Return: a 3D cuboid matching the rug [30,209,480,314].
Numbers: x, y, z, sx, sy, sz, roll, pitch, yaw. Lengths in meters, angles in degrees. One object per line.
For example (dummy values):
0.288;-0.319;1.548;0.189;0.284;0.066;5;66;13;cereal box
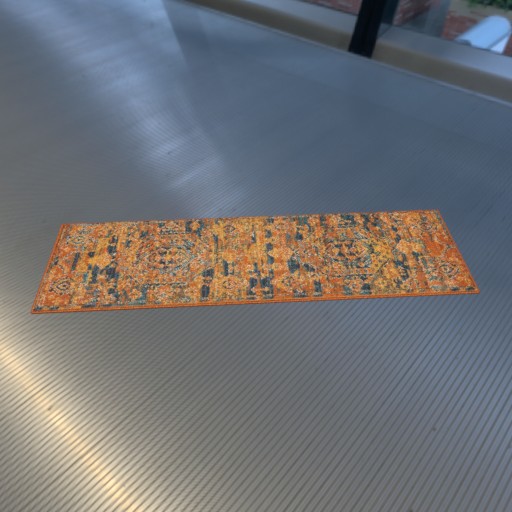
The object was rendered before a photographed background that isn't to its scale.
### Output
0.000;0.000;2.454;2.274;0.016;0.651;-2;47;-2;rug
